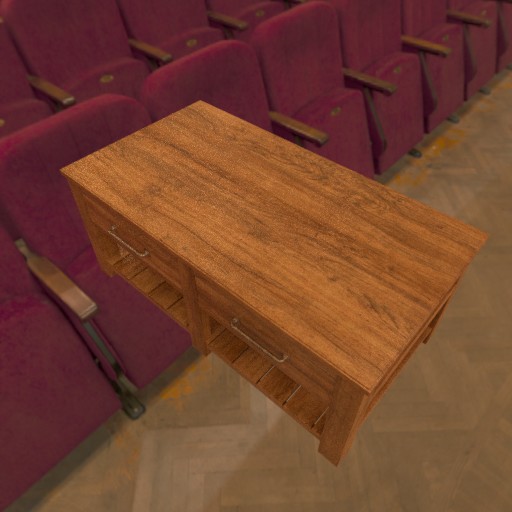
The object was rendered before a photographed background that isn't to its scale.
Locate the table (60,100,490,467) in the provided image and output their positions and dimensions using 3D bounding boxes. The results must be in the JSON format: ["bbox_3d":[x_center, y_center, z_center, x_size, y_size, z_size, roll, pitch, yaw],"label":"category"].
[{"bbox_3d":[0.000,0.000,1.483,1.150,0.480,0.635,33,55,27],"label":"table"}]
